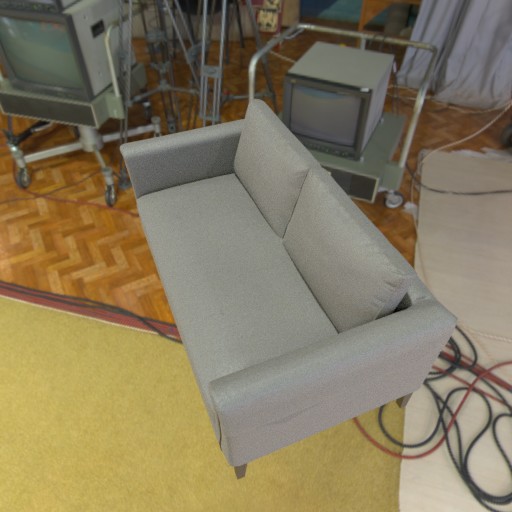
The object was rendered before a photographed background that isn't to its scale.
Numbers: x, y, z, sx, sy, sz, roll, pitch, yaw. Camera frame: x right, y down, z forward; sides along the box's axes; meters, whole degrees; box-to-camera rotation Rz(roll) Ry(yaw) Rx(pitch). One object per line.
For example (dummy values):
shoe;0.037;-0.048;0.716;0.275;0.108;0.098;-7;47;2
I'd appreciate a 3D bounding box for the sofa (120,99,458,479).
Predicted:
sofa;0.000;0.000;2.104;0.899;0.873;1.598;-17;48;-15
